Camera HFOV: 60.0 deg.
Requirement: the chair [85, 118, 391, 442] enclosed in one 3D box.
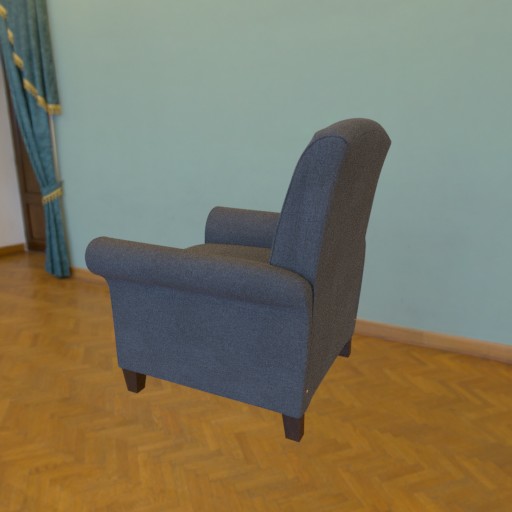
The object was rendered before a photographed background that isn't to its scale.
[{"bbox_3d":[0.000,0.000,1.812,0.905,1.061,0.978,7,16,25],"label":"chair"}]
